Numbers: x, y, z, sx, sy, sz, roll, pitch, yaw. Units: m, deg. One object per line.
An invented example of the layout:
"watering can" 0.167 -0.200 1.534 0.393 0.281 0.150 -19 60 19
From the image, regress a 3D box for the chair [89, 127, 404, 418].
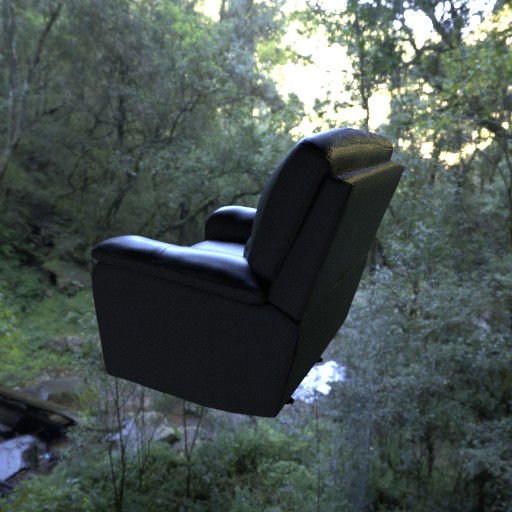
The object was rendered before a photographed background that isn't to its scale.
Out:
"chair" 0.000 0.000 2.004 1.087 1.109 1.096 7 17 25
